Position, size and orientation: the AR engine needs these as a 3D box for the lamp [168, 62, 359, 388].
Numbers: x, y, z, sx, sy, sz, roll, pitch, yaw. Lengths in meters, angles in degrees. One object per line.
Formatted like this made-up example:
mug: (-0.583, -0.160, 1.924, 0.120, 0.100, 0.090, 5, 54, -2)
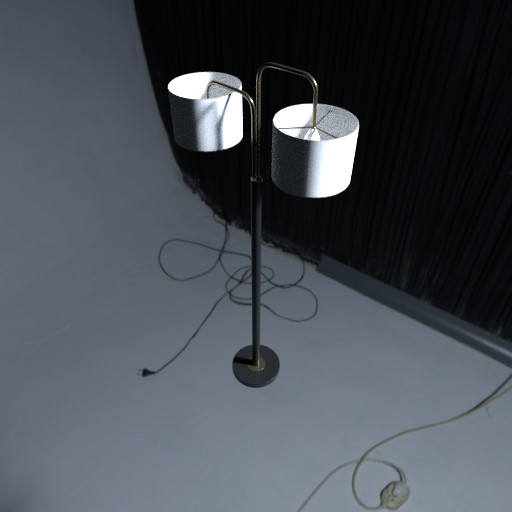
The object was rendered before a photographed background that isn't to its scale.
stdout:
lamp: (0.000, 0.000, 1.859, 0.711, 1.587, 0.254, 28, 49, 29)
